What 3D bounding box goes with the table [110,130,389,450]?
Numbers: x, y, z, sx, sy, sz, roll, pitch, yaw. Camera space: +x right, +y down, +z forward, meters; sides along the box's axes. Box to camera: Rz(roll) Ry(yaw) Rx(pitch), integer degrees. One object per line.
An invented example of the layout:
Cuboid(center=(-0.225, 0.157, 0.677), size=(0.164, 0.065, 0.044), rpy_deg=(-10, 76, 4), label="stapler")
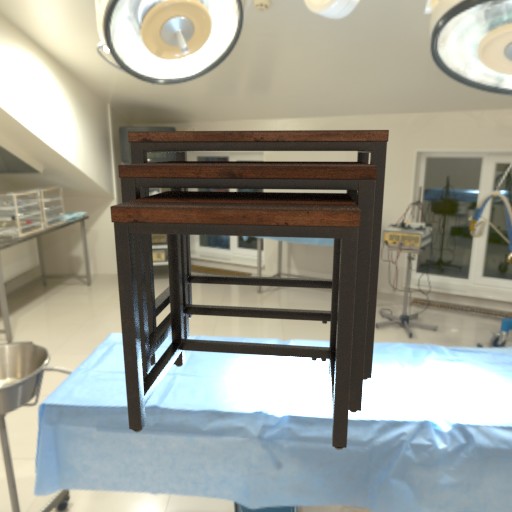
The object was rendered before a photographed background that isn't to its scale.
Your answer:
Cuboid(center=(0.000, 0.000, 1.138), size=(0.608, 0.616, 0.660), rpy_deg=(2, 14, 7), label="table")
